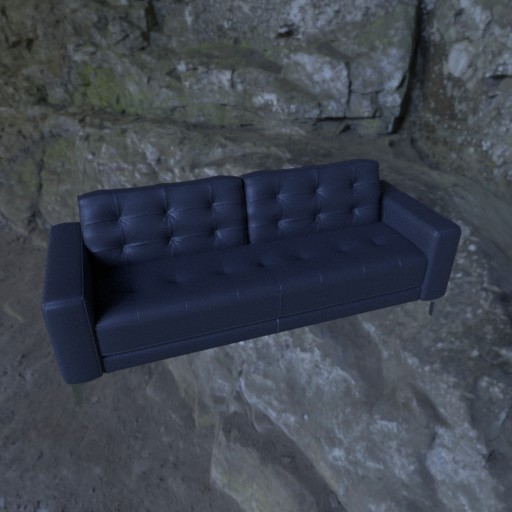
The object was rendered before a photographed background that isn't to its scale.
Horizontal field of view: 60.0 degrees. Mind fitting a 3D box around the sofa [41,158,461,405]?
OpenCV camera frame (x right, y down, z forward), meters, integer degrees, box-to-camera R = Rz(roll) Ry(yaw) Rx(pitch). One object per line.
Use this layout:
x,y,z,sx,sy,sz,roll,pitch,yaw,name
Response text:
0.000,0.000,2.645,2.275,0.893,0.833,-10,32,-16,sofa
